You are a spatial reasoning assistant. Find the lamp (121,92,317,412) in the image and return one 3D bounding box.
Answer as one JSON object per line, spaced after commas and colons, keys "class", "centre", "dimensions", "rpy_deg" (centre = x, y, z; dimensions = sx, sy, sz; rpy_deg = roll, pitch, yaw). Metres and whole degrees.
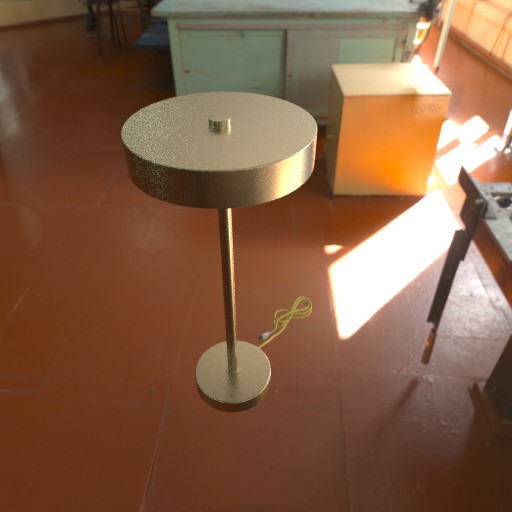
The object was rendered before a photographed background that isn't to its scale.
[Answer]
{"class": "lamp", "centre": [0.000, 0.000, 0.721], "dimensions": [0.229, 0.508, 0.369], "rpy_deg": [25, 45, 28]}
